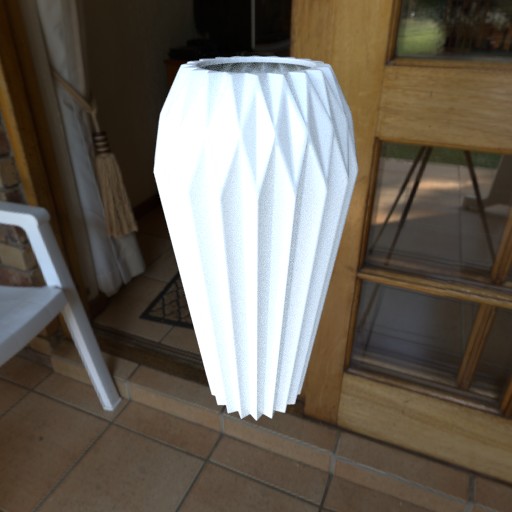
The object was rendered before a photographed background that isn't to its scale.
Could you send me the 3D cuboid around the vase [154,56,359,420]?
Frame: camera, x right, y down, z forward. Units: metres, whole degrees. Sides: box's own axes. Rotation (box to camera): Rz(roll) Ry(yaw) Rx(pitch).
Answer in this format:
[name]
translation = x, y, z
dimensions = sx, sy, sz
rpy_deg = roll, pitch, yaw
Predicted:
[vase]
translation = 0.000, 0.000, 0.329
dimensions = 0.133, 0.263, 0.133
rpy_deg = 0, 30, 0
